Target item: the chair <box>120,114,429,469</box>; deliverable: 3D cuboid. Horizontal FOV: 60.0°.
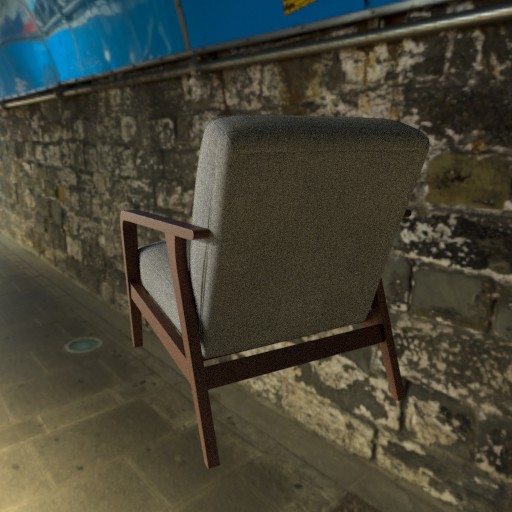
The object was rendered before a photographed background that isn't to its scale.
[{"bbox_3d":[0.000,0.000,1.456,0.704,0.847,0.858,-8,16,-27],"label":"chair"}]
